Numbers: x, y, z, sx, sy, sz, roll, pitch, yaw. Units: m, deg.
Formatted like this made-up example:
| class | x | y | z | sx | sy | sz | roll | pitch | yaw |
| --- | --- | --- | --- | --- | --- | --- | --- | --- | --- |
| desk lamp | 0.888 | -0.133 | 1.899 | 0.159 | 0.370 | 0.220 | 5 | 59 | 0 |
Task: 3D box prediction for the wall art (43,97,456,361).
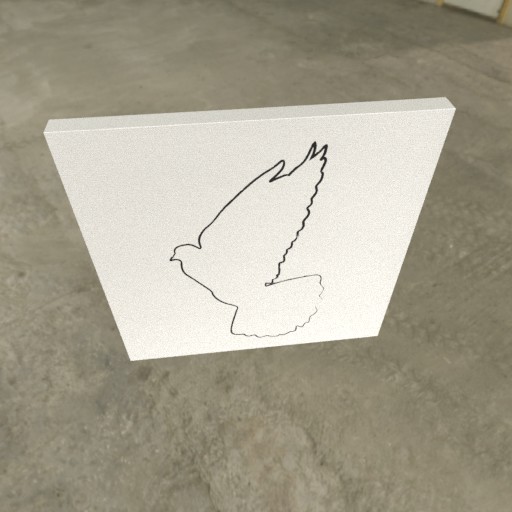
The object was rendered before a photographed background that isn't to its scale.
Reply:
| class | x | y | z | sx | sy | sz | roll | pitch | yaw |
| --- | --- | --- | --- | --- | --- | --- | --- | --- | --- |
| wall art | 0.000 | 0.000 | 0.882 | 0.610 | 0.610 | 0.038 | -5 | 46 | -5 |
